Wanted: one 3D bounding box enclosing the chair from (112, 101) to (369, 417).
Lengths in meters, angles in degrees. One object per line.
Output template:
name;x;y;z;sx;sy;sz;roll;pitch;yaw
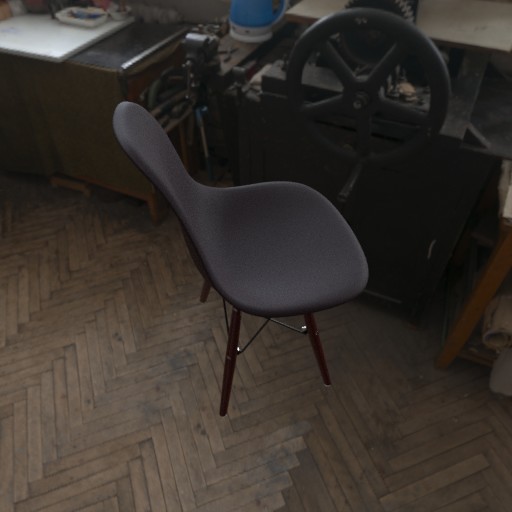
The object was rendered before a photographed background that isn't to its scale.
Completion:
chair;0.000;0.000;1.141;0.533;0.826;0.470;-11;47;-10
